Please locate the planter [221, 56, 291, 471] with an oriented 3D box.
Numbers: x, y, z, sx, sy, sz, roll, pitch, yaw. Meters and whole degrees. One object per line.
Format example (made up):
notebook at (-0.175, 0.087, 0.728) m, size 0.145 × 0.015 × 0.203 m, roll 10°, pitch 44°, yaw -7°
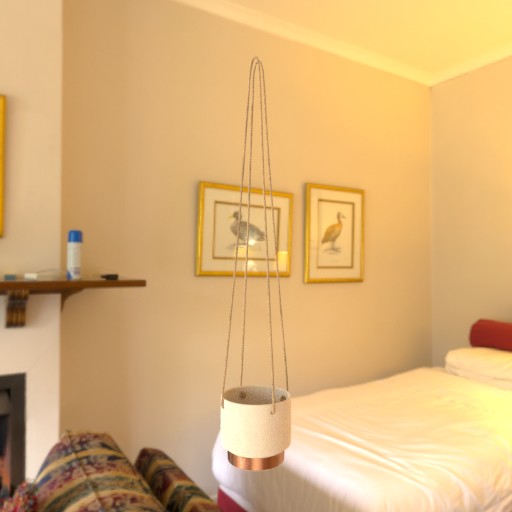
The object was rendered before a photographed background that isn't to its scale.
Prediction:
planter at (0.000, 0.000, 0.928) m, size 0.146 × 0.841 × 0.146 m, roll 0°, pitch -1°, yaw 19°
